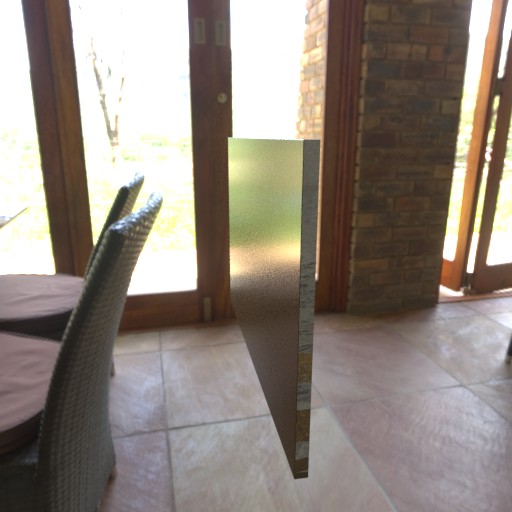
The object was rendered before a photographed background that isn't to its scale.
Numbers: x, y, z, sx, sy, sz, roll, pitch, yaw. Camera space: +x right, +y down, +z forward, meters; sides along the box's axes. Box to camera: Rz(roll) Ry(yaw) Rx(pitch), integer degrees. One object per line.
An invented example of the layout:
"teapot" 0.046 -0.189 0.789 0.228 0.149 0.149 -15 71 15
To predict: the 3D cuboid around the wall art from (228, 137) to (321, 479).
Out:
"wall art" 0.000 0.000 1.187 0.027 0.610 0.932 -3 15 -10
